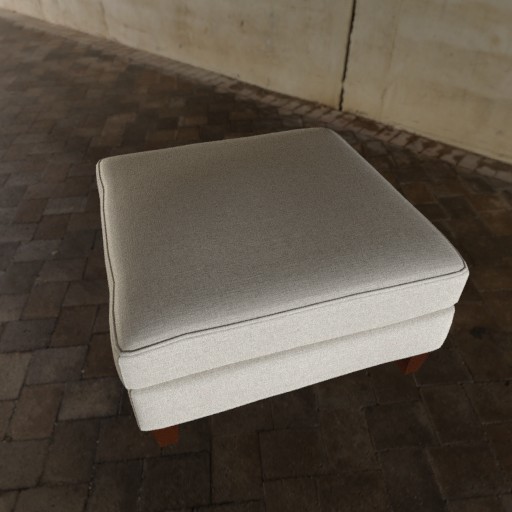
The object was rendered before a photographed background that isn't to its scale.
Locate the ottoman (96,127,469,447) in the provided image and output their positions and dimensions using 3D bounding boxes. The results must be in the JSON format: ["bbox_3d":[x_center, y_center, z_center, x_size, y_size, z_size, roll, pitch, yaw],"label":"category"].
[{"bbox_3d":[0.000,0.000,1.346,0.838,0.478,0.838,-12,42,-13],"label":"ottoman"}]
